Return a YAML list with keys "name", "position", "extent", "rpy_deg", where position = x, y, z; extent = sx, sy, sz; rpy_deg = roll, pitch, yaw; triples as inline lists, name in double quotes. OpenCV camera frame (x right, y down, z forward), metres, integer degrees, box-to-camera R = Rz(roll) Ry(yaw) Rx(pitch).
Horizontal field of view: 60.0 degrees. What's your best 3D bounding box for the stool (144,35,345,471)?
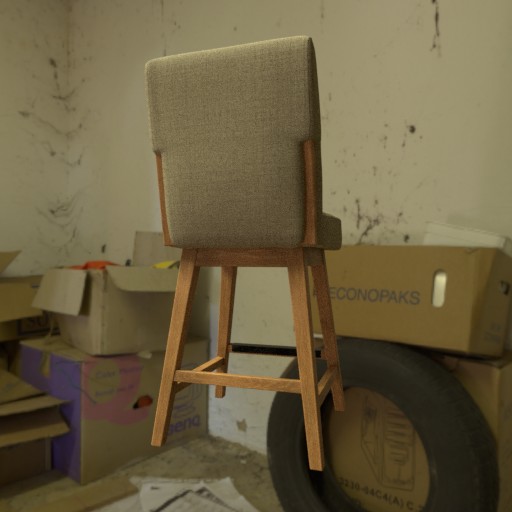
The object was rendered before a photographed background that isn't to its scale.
- name: "stool"
  position: [0.000, 0.000, 1.298]
  extent: [0.459, 1.010, 0.526]
  rpy_deg: [0, 0, 18]
